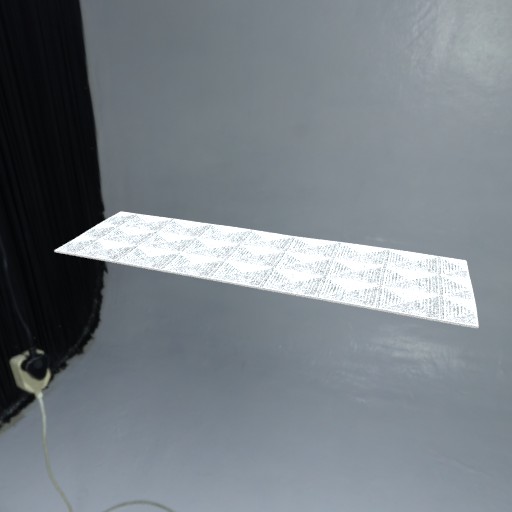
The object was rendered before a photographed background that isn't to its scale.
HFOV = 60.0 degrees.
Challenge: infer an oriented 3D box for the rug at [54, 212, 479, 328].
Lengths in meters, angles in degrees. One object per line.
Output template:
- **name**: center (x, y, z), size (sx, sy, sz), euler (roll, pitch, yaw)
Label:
- **rug**: center (0.000, 0.000, 2.424), size (2.182, 0.015, 0.645), euler (9, 28, 17)
